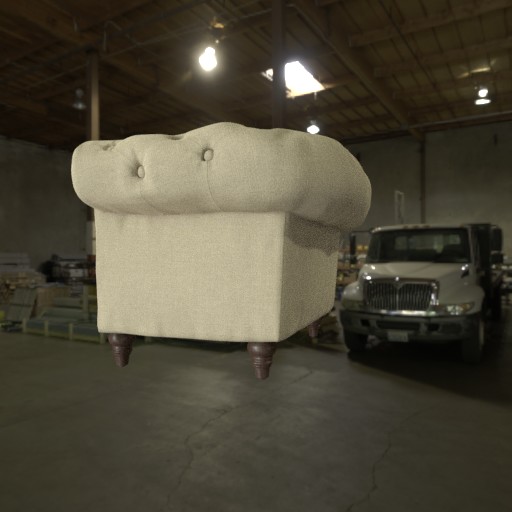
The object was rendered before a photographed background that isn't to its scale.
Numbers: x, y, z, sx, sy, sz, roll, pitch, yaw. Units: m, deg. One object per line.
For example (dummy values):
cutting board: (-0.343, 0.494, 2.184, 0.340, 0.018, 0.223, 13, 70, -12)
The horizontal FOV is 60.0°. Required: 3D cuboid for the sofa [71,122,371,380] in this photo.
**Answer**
sofa: (0.000, 0.000, 2.047, 1.034, 0.878, 1.405, 0, -1, 19)
